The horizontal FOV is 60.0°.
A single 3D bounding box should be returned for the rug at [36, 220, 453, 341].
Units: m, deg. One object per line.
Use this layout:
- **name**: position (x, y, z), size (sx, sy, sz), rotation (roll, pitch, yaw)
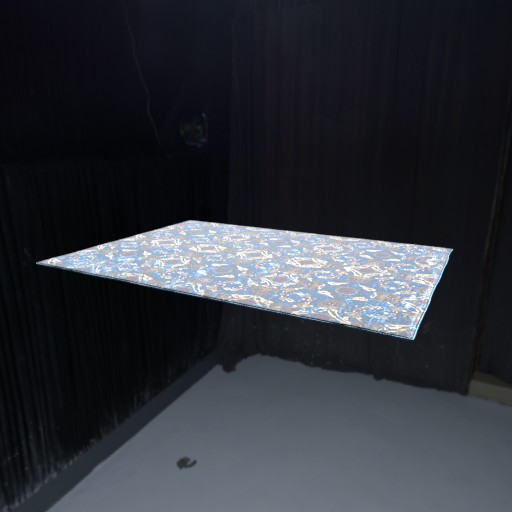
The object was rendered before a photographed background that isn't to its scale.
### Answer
- **rug**: position (0.000, 0.000, 2.859), size (2.207, 0.014, 1.567), rotation (8, 17, 27)
